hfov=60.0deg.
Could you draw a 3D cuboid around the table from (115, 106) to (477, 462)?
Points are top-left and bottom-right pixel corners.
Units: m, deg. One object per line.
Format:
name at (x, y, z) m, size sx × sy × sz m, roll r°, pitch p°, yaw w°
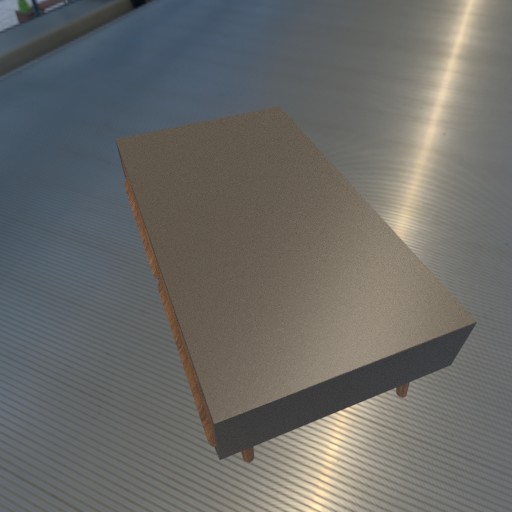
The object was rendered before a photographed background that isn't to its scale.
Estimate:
table at (0.000, 0.000, 1.543) m, size 0.703 × 0.404 × 1.201 m, roll -16°, pitch 48°, yaw -15°
